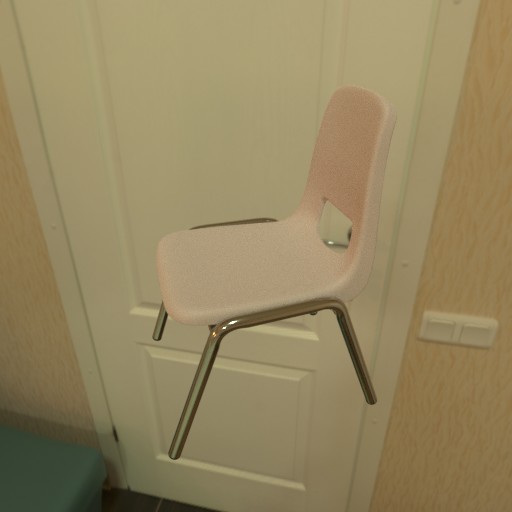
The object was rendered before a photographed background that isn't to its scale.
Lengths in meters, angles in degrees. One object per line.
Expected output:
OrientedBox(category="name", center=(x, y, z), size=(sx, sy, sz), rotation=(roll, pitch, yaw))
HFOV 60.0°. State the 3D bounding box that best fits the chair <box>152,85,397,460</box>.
OrientedBox(category="chair", center=(0.000, 0.000, 0.840), size=(0.423, 0.586, 0.354), rotation=(-8, 31, -14))
